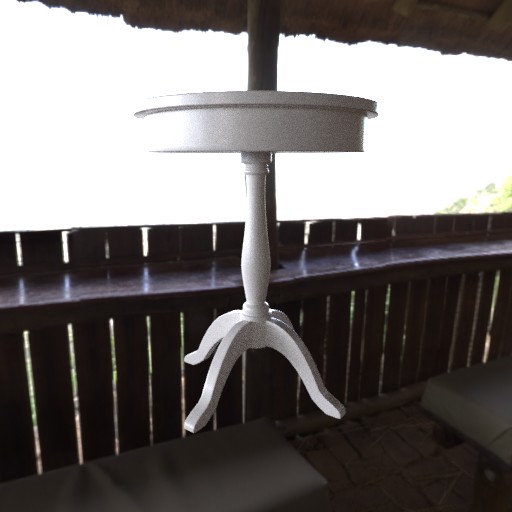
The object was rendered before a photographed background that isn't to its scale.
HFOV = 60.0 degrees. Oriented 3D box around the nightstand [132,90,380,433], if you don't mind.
[{"bbox_3d":[0.000,0.000,1.022,0.513,0.653,0.513,-12,17,-43],"label":"nightstand"}]
